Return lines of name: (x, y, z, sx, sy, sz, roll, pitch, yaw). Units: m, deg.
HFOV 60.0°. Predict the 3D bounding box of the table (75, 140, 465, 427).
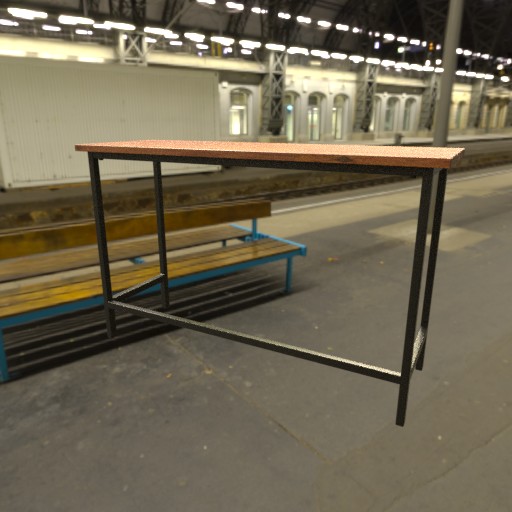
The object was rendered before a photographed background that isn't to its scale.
table: (0.000, 0.000, 1.537, 1.204, 0.740, 0.408, 9, 19, 27)
